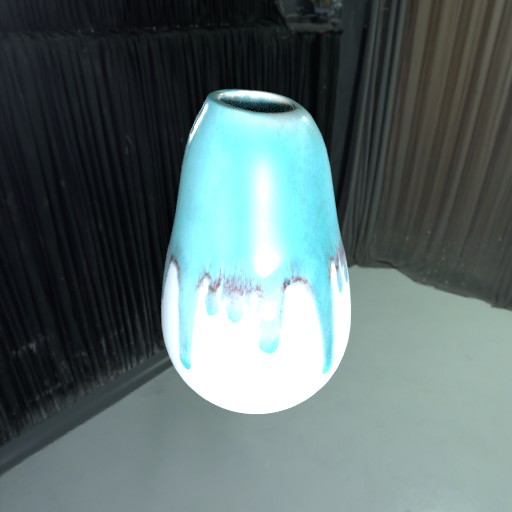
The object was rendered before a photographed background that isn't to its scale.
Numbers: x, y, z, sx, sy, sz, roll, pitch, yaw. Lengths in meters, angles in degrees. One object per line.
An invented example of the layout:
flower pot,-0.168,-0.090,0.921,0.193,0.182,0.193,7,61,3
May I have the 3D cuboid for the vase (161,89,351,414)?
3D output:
vase,0.000,0.000,0.256,0.116,0.179,0.116,0,31,0
